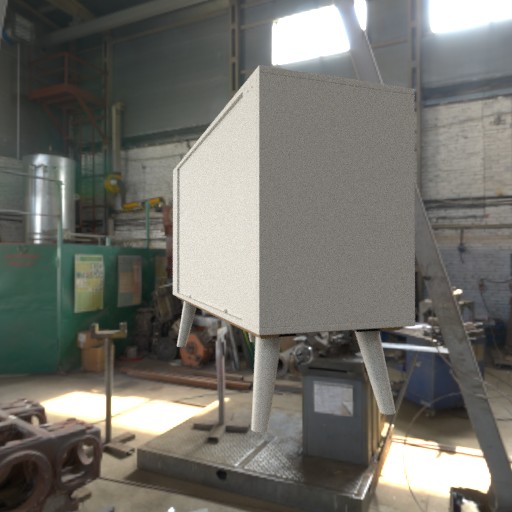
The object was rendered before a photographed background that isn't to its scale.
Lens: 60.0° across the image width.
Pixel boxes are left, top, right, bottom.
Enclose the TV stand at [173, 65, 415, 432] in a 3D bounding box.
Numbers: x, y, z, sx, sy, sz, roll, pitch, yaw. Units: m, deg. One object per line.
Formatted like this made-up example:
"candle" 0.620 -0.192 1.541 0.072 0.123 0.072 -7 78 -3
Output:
"TV stand" 0.000 0.000 1.581 0.406 0.812 1.193 0 -1 -19
